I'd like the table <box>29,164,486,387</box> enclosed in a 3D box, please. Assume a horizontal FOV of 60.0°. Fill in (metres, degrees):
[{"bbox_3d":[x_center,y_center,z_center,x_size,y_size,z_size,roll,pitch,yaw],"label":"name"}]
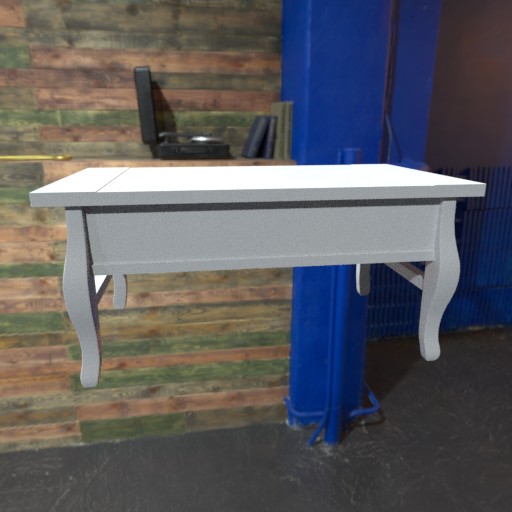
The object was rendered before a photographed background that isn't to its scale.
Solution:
[{"bbox_3d":[0.000,0.000,1.364,1.062,0.495,0.600,-2,17,-8],"label":"table"}]
